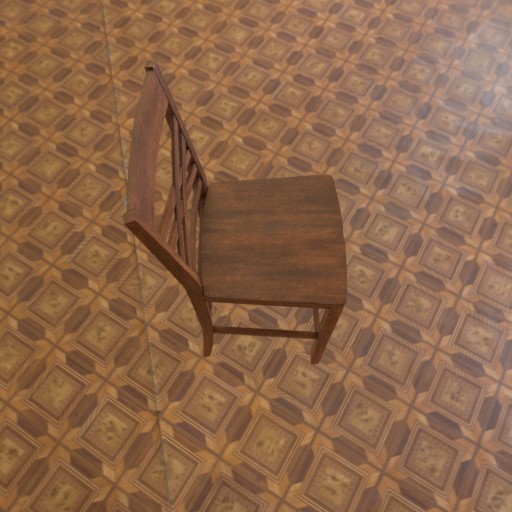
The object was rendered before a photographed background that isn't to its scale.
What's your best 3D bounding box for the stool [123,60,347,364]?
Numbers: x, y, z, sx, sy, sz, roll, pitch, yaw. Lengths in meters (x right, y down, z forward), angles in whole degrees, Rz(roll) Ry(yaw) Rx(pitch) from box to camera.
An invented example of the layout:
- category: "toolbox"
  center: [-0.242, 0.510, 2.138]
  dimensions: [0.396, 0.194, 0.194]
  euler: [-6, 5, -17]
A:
- category: "stool"
  center: [0.000, 0.000, 1.376]
  dimensions: [0.504, 1.098, 0.426]
  euler: [-1, 63, 0]
